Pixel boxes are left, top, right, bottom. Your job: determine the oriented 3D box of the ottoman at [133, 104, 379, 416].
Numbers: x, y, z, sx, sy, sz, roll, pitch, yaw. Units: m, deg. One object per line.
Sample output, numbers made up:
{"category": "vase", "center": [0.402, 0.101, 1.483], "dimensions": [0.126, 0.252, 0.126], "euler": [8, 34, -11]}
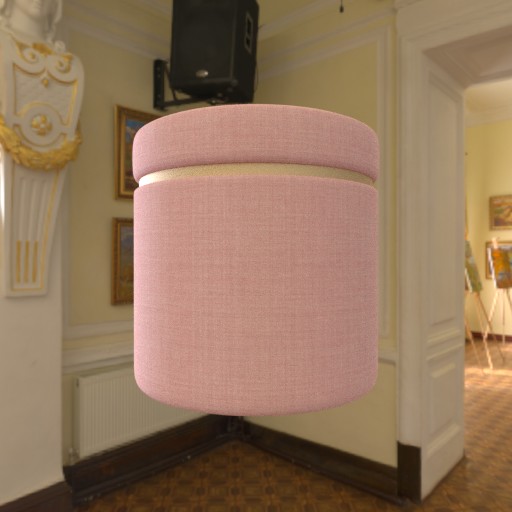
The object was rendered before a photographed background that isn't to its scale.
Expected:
{"category": "ottoman", "center": [0.000, 0.000, 0.746], "dimensions": [0.400, 0.406, 0.400], "euler": [0, 0, 0]}
